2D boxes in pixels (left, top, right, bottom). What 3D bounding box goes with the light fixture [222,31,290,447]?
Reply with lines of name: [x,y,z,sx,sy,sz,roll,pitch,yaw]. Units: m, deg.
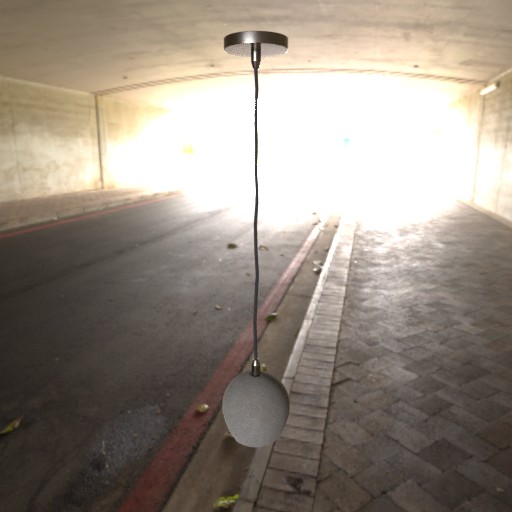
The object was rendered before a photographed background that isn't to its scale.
light fixture: [0.000,0.000,0.847,0.139,0.764,0.139,-12,18,-43]
